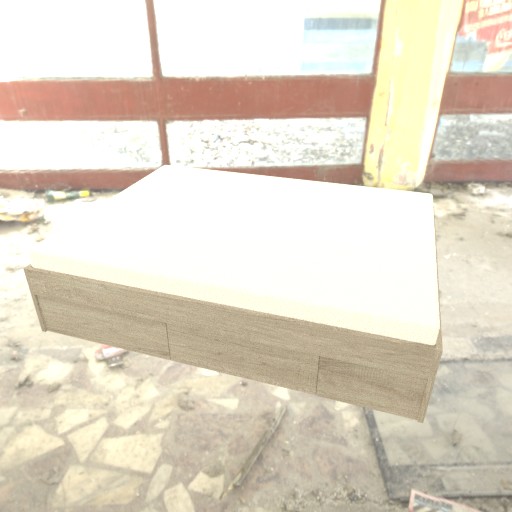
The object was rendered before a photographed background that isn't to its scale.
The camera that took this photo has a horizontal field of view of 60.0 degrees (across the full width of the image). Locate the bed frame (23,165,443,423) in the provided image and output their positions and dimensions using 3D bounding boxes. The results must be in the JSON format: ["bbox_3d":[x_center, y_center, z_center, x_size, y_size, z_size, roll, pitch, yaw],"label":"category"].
[{"bbox_3d":[0.000,0.000,2.596,1.944,0.490,1.448,9,31,16],"label":"bed frame"}]
